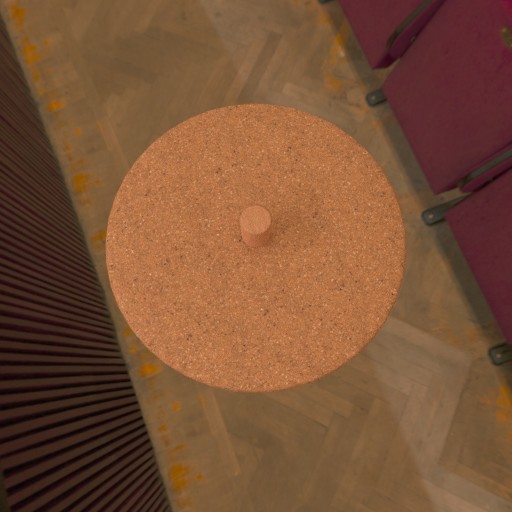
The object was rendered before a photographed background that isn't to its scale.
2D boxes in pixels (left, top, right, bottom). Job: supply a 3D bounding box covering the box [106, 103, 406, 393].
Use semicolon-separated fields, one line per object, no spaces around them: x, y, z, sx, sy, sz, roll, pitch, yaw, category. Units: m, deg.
0.000;0.000;0.186;0.107;0.094;0.107;0;76;0;box
